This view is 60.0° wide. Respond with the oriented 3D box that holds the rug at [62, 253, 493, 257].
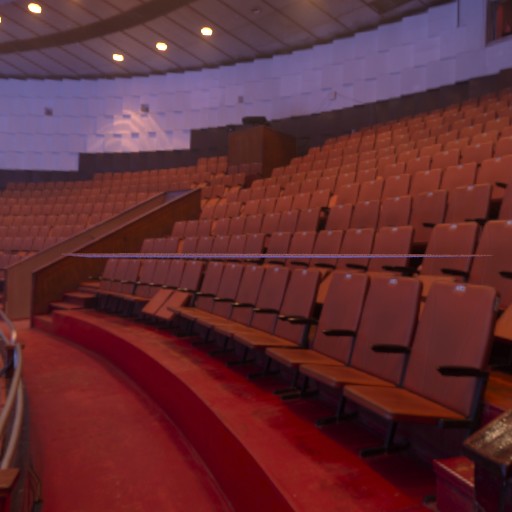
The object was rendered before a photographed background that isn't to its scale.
[{"bbox_3d":[0.000,0.000,4.110,3.048,0.014,2.438,0,0,-17],"label":"rug"}]
